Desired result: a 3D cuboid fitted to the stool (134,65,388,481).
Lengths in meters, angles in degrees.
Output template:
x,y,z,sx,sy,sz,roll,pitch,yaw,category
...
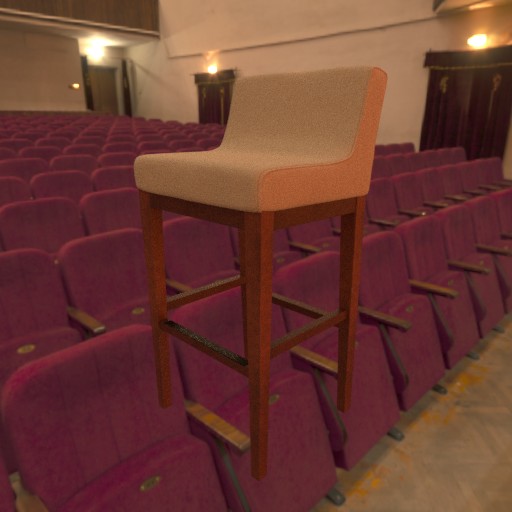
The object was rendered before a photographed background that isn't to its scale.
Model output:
x,y,z,sx,sy,sz,roll,pitch,yaw,category
0.000,0.000,1.307,0.511,1.037,0.500,16,23,42,stool
